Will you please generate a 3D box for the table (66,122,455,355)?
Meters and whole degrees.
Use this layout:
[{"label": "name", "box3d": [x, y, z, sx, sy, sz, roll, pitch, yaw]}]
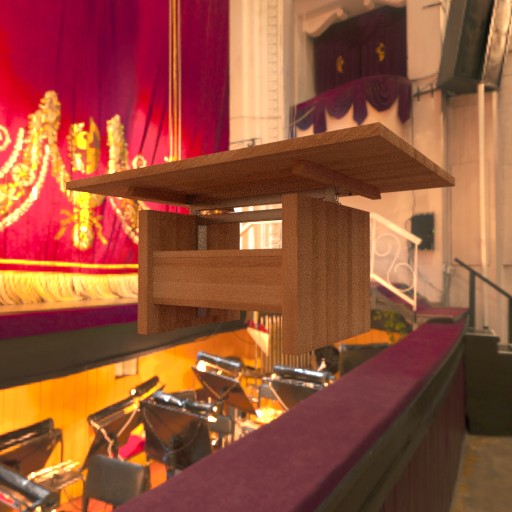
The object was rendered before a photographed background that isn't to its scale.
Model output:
[{"label": "table", "box3d": [0.000, 0.000, 1.478, 1.100, 0.510, 0.700, -1, -1, 35]}]
